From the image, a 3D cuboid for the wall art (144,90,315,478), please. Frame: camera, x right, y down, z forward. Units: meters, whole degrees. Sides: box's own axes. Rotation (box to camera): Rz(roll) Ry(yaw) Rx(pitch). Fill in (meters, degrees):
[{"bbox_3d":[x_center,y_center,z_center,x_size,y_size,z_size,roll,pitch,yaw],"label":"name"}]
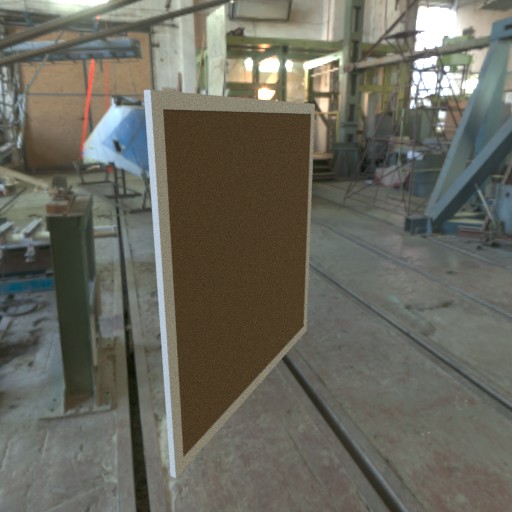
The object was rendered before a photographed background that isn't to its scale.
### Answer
[{"bbox_3d":[0.000,0.000,1.217,0.015,0.812,0.812,9,19,26],"label":"wall art"}]
